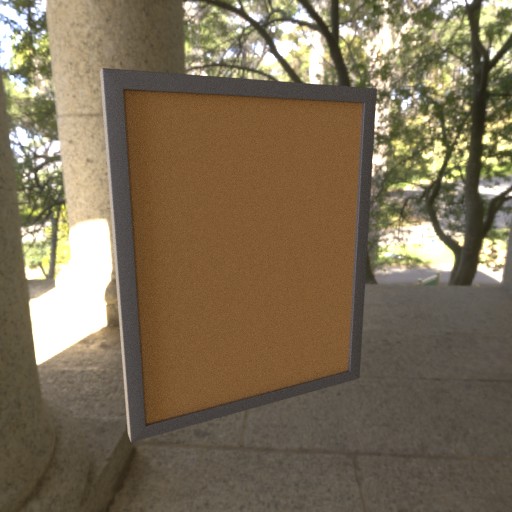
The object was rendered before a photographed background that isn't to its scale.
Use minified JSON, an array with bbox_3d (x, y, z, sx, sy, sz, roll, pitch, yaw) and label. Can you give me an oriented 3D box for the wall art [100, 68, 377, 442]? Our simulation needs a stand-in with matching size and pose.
[{"bbox_3d":[0.000,0.000,0.752,0.458,0.558,0.029,-7,15,-25],"label":"wall art"}]
